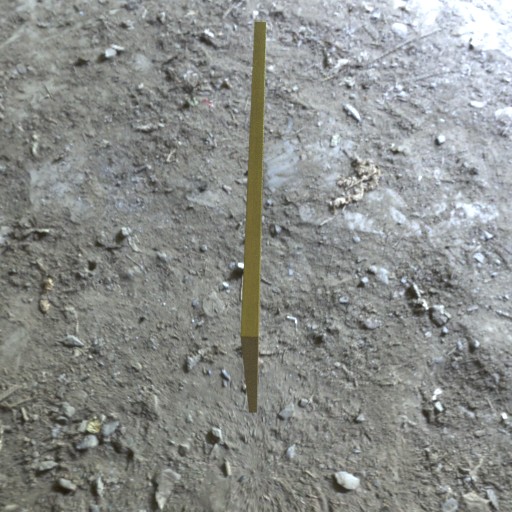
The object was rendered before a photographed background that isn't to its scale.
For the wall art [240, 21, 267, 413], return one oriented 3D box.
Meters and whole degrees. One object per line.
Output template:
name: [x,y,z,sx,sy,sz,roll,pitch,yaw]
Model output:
wall art: [0.000,0.000,1.368,0.030,1.002,0.798,1,64,1]
